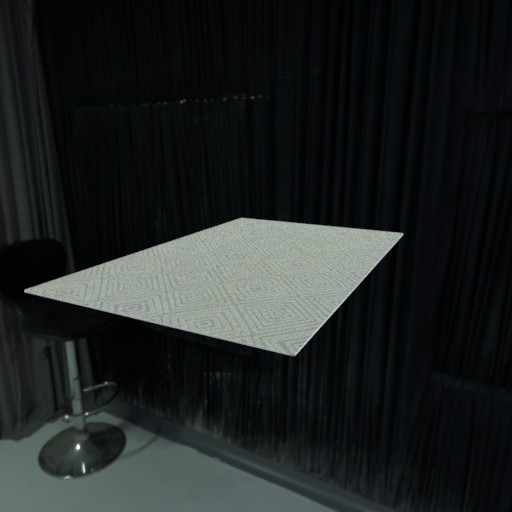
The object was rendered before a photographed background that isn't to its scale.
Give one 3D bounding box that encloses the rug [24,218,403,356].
[{"bbox_3d":[0.000,0.000,2.233,1.143,0.008,1.753,8,17,26],"label":"rug"}]
